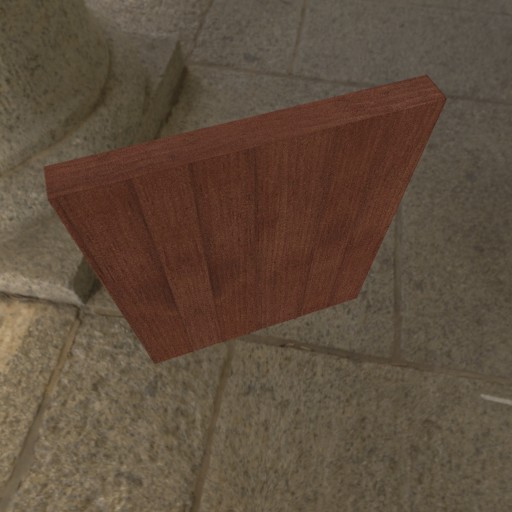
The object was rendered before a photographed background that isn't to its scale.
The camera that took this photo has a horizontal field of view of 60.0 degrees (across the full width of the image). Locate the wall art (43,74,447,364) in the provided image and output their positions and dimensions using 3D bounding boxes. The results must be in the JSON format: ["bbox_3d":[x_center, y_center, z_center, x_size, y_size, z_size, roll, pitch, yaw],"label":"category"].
[{"bbox_3d":[0.000,0.000,0.600,0.377,0.449,0.039,-17,61,-10],"label":"wall art"}]
